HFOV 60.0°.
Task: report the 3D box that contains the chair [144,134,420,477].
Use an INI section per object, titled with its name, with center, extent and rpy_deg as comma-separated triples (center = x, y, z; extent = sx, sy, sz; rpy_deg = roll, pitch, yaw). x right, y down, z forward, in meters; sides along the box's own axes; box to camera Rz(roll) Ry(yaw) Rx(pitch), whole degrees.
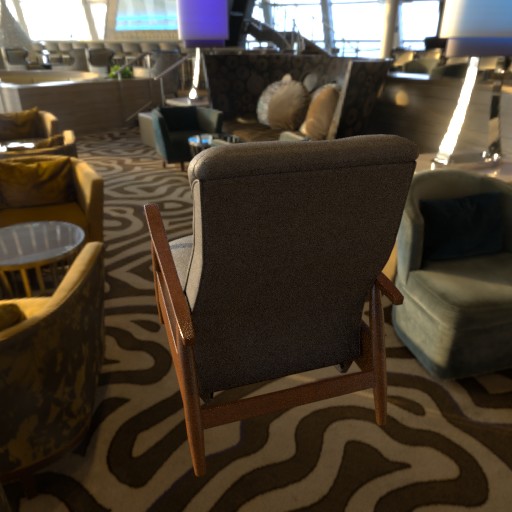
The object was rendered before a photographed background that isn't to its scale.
[chair]
center = 0.000, 0.000, 1.760
extent = 0.762, 1.081, 1.014
rpy_deg = -8, 27, -16
